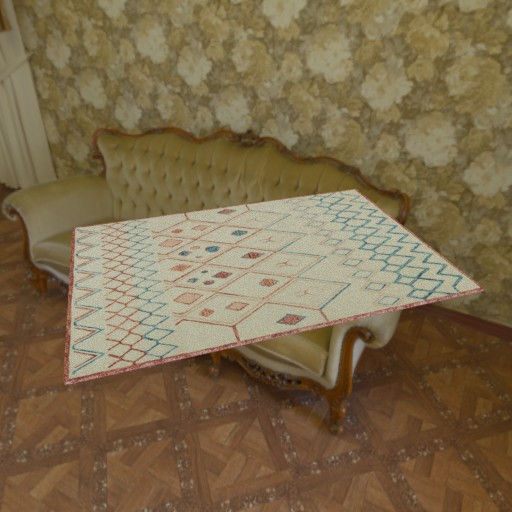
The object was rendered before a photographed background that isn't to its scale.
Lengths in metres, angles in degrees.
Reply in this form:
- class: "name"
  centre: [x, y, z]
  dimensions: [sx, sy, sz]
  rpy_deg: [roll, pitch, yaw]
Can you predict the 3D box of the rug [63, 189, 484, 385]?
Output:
- class: "rug"
  centre: [0.000, 0.000, 2.301]
  dimensions: [1.829, 0.016, 1.219]
  rpy_deg: [-10, 33, -15]
